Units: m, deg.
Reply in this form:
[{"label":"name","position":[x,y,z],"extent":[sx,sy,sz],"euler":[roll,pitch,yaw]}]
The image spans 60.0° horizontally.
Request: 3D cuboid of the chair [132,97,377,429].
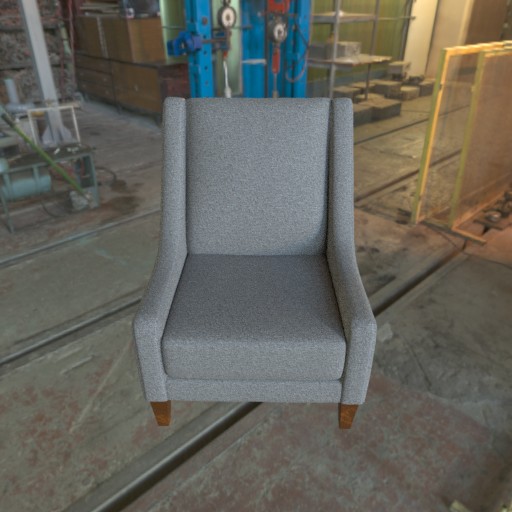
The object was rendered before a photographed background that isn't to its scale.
[{"label":"chair","position":[0.000,0.000,1.686],"extent":[0.774,1.016,0.870],"euler":[1,30,1]}]
